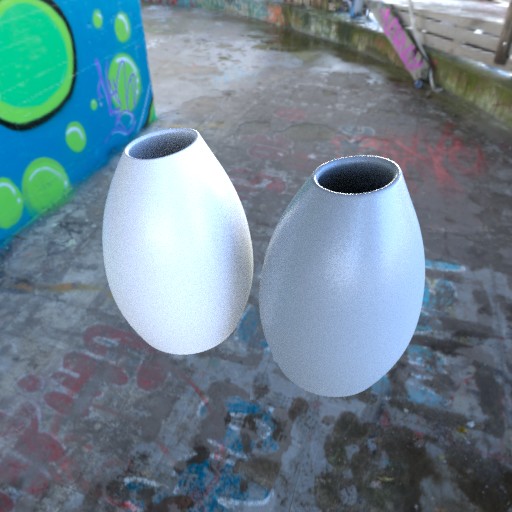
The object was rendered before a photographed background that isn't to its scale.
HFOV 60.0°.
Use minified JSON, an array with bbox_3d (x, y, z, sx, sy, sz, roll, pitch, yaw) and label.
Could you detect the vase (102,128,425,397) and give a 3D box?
[{"bbox_3d":[0.000,0.000,0.252,0.187,0.131,0.089,12,42,13],"label":"vase"}]
